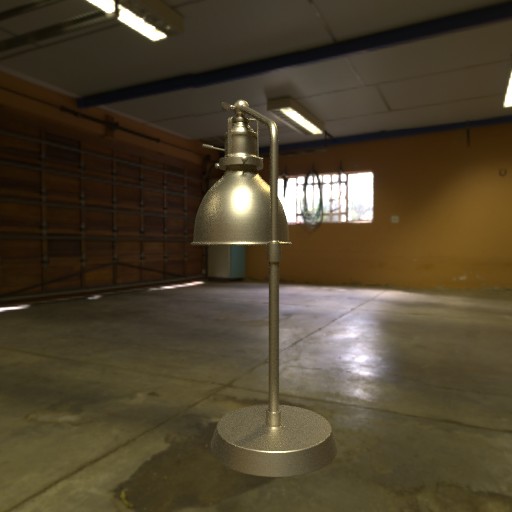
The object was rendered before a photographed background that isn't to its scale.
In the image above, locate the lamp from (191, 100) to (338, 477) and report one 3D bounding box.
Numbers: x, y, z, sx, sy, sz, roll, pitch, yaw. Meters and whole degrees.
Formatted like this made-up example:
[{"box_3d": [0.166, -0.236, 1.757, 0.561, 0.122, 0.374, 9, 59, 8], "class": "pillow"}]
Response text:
[{"box_3d": [0.000, 0.000, 0.596, 0.153, 0.456, 0.286, -1, 2, -19], "class": "lamp"}]
